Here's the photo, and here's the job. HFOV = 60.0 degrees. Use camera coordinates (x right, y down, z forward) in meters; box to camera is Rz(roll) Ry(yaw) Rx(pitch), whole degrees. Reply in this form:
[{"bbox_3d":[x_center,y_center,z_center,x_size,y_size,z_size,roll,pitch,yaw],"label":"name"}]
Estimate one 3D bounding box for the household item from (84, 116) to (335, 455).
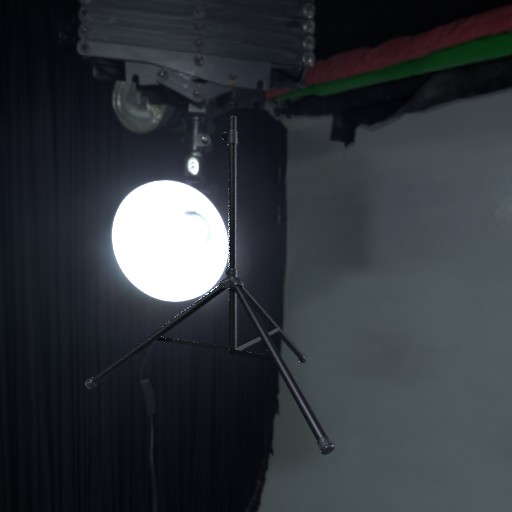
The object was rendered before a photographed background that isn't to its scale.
[{"bbox_3d":[0.000,0.000,2.729,1.596,1.595,1.339,1,1,34],"label":"household item"}]
